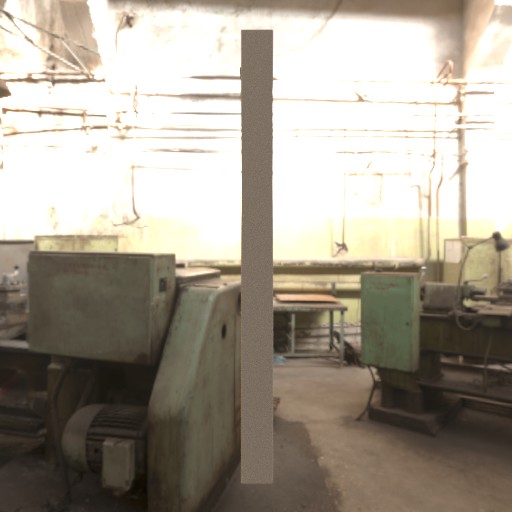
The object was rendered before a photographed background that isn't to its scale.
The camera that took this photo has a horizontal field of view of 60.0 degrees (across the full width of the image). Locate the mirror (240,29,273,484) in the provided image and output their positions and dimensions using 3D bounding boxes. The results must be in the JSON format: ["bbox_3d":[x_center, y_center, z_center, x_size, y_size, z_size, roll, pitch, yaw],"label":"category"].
[{"bbox_3d":[0.000,0.000,0.699,0.041,0.509,0.406,0,1,0],"label":"mirror"}]
